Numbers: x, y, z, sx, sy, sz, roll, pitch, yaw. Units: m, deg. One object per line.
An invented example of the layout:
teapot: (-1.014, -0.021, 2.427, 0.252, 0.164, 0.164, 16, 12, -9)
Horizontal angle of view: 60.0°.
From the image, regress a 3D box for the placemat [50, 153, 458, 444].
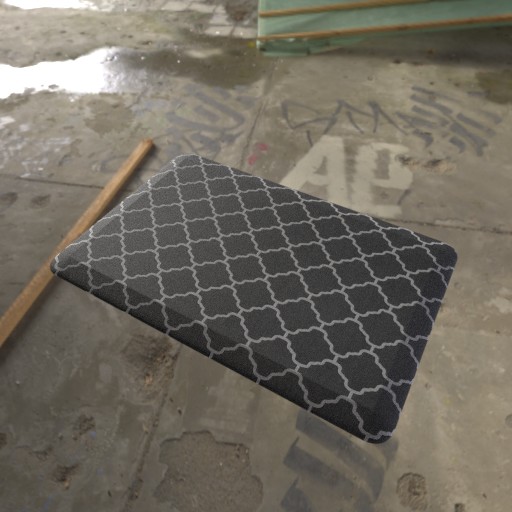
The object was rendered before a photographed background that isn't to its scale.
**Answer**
placemat: (0.000, 0.000, 0.961, 0.762, 0.021, 0.508, 23, 51, 20)
